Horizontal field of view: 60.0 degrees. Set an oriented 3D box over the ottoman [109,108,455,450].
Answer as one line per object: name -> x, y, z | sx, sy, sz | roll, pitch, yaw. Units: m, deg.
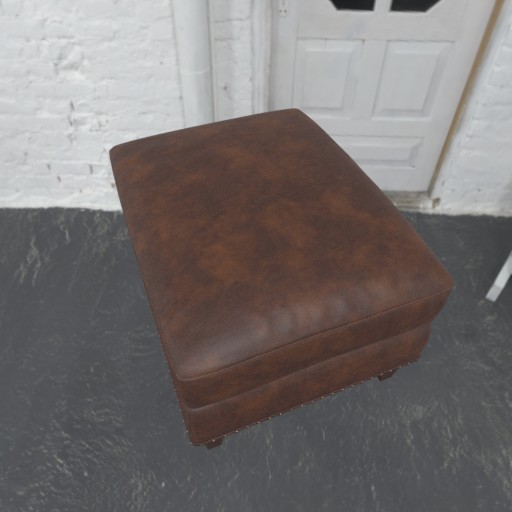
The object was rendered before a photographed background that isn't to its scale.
ottoman -> 0.000, 0.000, 1.154 | 0.586, 0.486, 0.742 | -16, 49, -15
